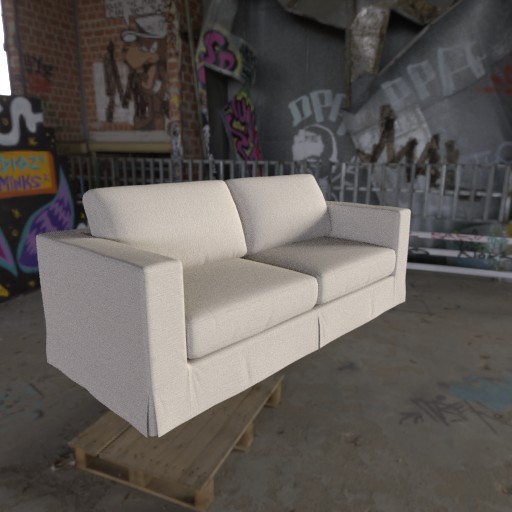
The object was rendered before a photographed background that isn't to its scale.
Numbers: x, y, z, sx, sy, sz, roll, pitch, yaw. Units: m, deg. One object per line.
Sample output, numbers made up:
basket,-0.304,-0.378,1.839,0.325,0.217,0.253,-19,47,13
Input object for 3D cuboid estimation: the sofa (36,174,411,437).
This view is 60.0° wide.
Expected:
sofa,0.000,0.000,2.632,0.954,0.881,2.163,12,18,42
